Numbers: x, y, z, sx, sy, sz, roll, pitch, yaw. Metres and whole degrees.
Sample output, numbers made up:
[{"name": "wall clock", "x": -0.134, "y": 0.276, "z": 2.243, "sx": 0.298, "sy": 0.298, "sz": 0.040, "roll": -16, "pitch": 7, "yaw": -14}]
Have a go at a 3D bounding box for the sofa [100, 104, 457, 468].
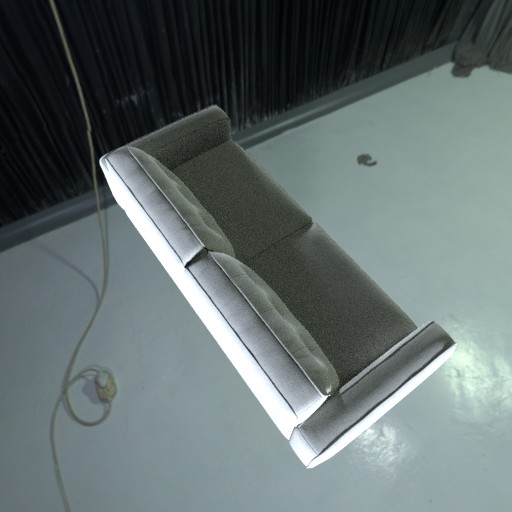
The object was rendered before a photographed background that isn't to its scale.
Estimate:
[{"name": "sofa", "x": 0.000, "y": 0.000, "z": 2.723, "sx": 0.956, "sy": 0.781, "sz": 2.270, "roll": -31, "pitch": 63, "yaw": -18}]
